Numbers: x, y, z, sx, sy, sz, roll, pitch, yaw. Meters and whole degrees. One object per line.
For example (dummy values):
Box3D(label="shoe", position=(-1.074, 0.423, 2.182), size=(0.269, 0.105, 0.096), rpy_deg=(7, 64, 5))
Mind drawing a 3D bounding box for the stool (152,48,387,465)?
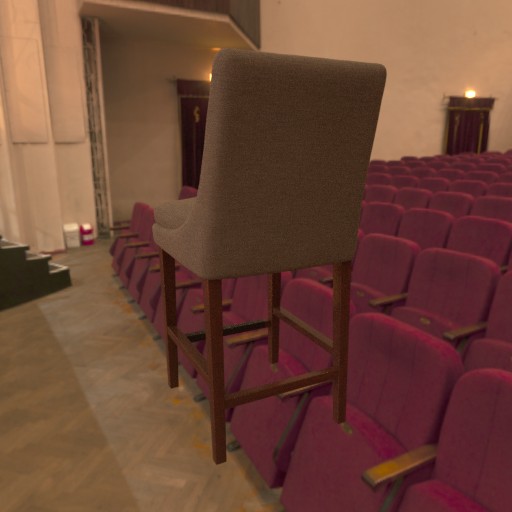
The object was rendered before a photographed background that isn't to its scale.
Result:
Box3D(label="stool", position=(0.000, 0.000, 1.270), size=(0.470, 0.981, 0.577), rpy_deg=(-7, 16, -26))
